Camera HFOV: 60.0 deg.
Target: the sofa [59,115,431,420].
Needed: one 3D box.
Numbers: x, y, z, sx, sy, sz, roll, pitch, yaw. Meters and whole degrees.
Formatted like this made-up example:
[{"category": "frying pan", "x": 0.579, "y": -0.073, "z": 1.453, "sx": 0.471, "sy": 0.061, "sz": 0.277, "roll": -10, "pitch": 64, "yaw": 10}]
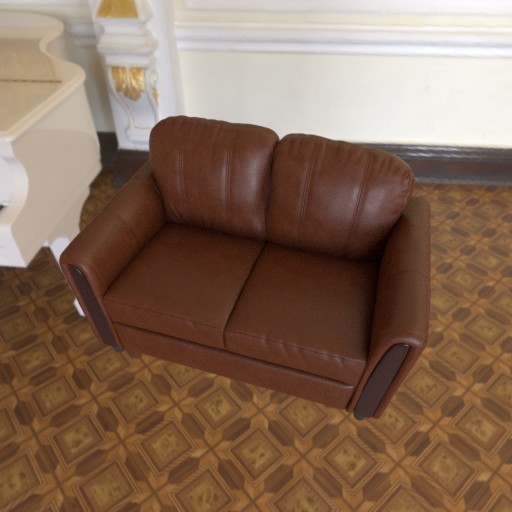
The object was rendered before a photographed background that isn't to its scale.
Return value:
[{"category": "sofa", "x": 0.000, "y": 0.000, "z": 1.937, "sx": 1.406, "sy": 0.906, "sz": 0.805, "roll": 12, "pitch": 41, "yaw": 14}]
